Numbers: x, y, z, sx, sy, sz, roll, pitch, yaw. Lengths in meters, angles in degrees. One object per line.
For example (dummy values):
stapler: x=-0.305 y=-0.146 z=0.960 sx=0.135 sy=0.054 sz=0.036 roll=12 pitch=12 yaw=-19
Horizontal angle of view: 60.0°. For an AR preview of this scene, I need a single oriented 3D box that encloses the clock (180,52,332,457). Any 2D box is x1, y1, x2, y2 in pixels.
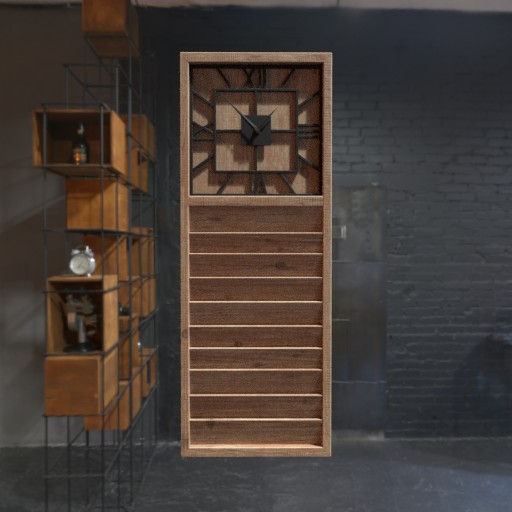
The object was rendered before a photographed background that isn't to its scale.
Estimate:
clock: x=0.000 y=0.000 z=1.072 sx=0.361 sy=0.965 sz=0.030 roll=0 pitch=1 yaw=0
